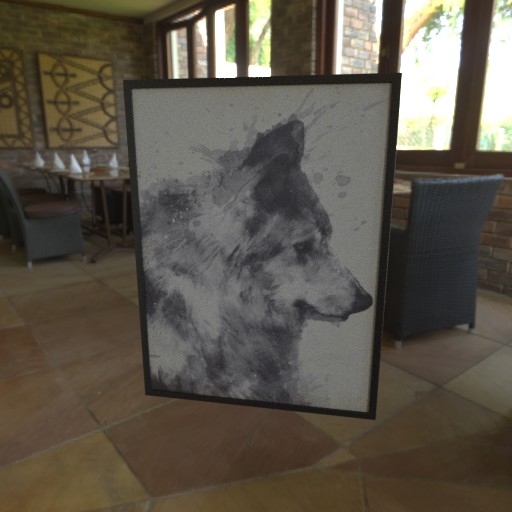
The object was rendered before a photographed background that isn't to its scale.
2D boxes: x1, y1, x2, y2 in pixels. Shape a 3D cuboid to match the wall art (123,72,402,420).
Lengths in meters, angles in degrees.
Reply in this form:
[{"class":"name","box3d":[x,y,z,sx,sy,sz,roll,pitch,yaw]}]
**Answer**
[{"class":"wall art","box3d":[0.000,0.000,1.407,0.804,1.061,0.039,3,15,10]}]
